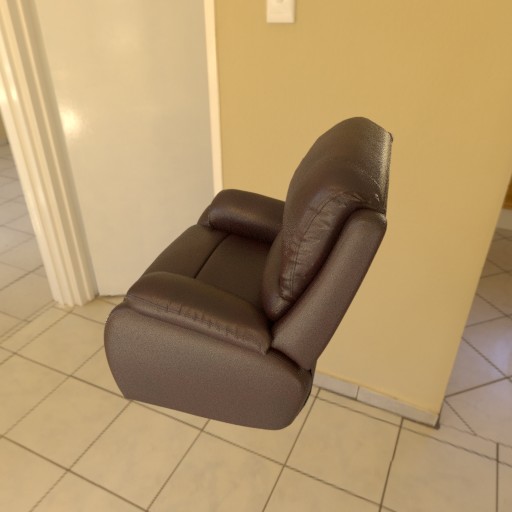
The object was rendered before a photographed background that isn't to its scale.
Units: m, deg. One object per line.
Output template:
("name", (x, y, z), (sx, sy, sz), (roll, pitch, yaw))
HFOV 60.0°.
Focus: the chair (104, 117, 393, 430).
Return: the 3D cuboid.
("chair", (0.000, 0.000, 1.723), (0.899, 1.011, 0.930), (8, 32, 14))
